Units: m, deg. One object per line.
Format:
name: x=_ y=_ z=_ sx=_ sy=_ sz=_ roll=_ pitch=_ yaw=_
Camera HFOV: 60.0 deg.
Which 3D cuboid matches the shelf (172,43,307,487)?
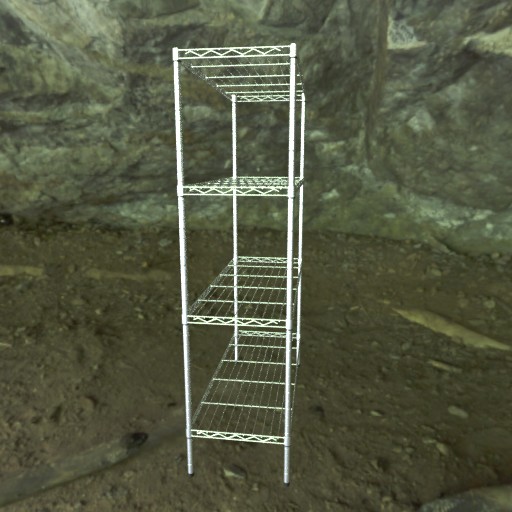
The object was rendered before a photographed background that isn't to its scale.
shelf: x=0.000 y=0.000 z=1.782 sx=0.352 sy=1.360 sz=0.907 roll=2 pitch=12 yaw=8
